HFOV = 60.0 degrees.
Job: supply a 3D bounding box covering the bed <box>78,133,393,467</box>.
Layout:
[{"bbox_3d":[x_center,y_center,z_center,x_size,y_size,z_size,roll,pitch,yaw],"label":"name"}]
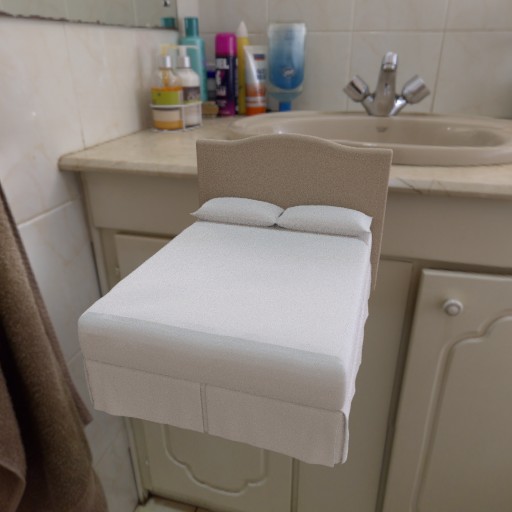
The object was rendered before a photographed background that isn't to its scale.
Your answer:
[{"bbox_3d":[0.000,0.000,3.129,1.678,1.398,2.052,7,25,15],"label":"bed"}]
